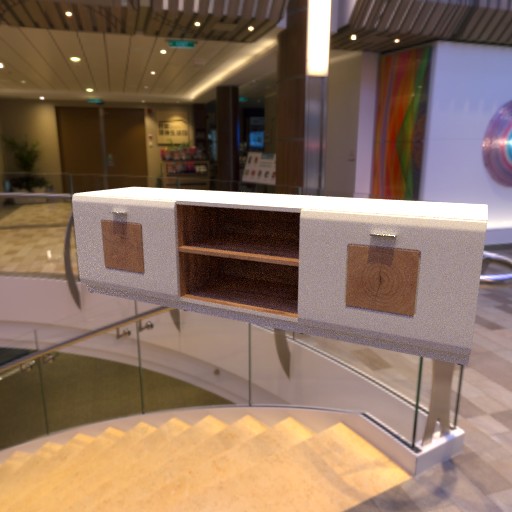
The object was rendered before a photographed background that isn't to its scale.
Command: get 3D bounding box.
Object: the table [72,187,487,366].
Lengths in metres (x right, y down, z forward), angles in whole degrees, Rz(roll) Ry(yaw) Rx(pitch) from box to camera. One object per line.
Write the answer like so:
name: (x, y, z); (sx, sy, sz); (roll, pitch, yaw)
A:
table: (0.000, 0.000, 1.717); (1.550, 0.440, 0.400); (7, 15, 26)
